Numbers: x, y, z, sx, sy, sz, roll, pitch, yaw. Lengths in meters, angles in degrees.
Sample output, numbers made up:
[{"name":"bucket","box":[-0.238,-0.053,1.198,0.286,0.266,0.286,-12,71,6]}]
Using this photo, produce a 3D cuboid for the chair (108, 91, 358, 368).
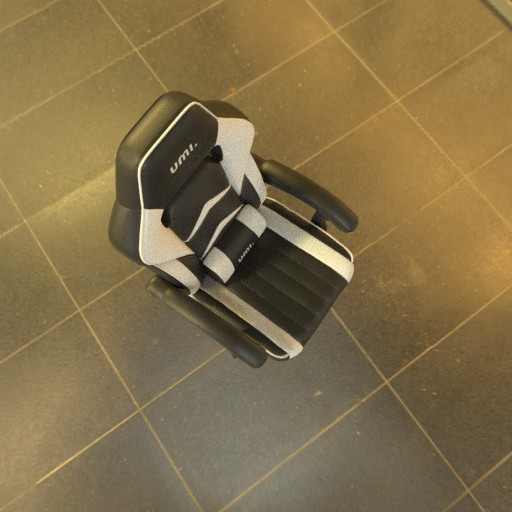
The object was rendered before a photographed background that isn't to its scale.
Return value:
[{"name":"chair","box":[0.000,0.000,1.594,0.700,1.200,0.676,34,78,8]}]
